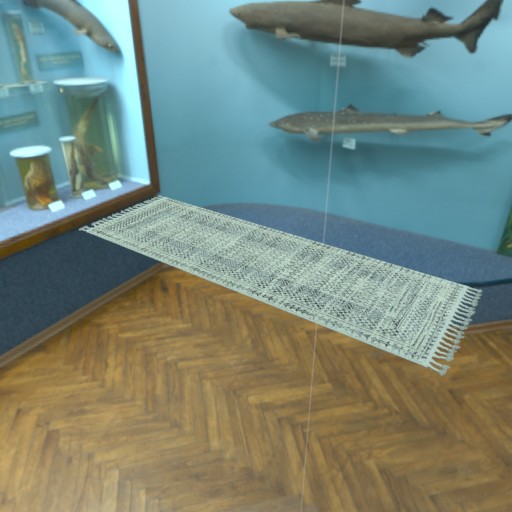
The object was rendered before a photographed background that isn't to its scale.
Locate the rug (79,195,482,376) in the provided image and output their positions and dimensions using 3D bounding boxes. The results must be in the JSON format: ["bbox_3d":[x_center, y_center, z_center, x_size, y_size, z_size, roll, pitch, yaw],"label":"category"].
[{"bbox_3d":[0.000,0.000,2.737,2.480,0.013,0.786,19,34,30],"label":"rug"}]
